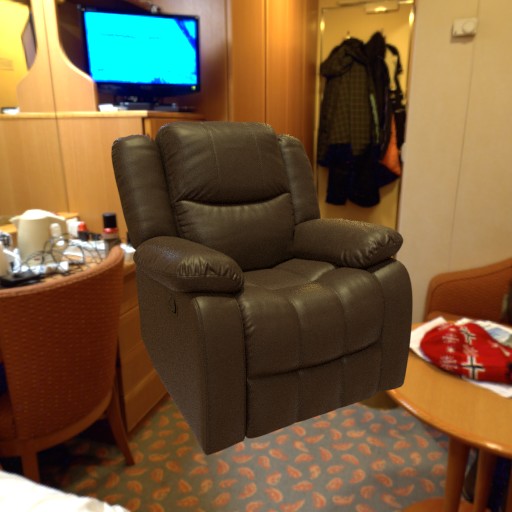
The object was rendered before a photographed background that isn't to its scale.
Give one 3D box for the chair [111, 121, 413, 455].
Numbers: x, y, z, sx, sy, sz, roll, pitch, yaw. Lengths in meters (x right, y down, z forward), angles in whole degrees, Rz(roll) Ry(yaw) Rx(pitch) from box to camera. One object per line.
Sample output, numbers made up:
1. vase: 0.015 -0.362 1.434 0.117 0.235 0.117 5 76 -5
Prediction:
1. chair: 0.000 0.000 1.719 0.899 1.009 0.934 -8 18 -27
